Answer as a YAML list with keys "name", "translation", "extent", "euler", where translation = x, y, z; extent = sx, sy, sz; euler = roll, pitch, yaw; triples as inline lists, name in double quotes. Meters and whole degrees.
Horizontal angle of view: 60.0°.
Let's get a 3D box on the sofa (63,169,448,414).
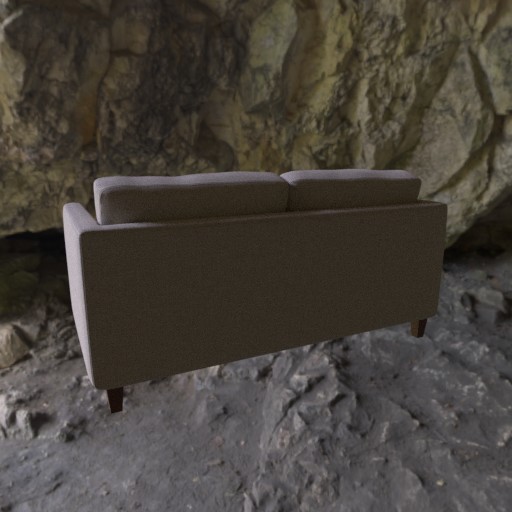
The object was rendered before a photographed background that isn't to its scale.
- name: "sofa"
  translation: [0.000, 0.000, 2.439]
  extent: [1.884, 0.947, 0.951]
  euler: [-7, 15, -25]
